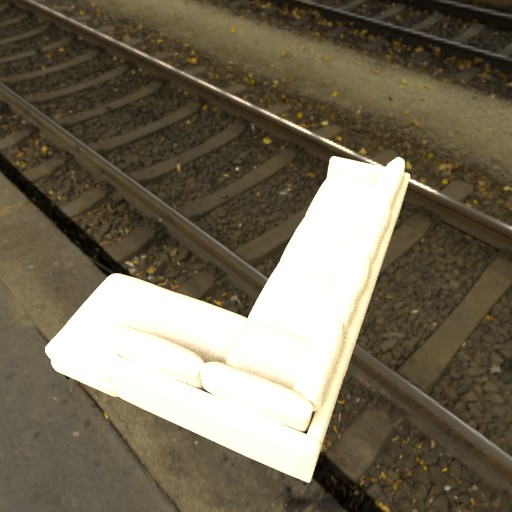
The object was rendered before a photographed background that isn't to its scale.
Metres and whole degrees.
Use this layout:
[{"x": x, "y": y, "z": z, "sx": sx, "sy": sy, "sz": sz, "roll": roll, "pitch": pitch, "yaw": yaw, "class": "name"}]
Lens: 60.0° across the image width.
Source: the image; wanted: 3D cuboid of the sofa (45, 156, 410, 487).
[{"x": 0.000, "y": 0.000, "z": 3.774, "sx": 2.007, "sy": 0.815, "sz": 2.949, "roll": 17, "pitch": 48, "yaw": 17, "class": "sofa"}]
